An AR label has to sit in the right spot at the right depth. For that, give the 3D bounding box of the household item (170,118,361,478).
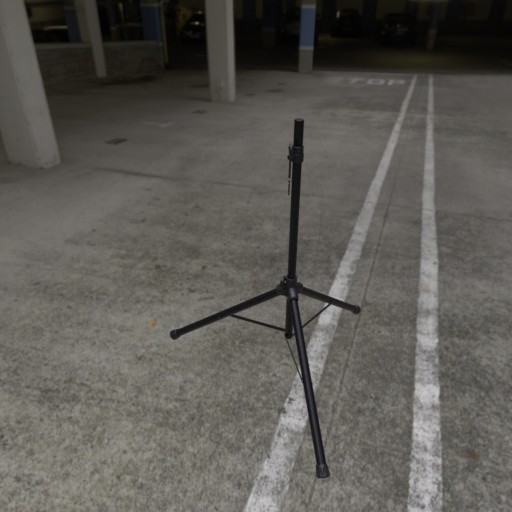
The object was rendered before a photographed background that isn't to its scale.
[{"bbox_3d":[0.000,0.000,1.834,0.907,1.136,1.045,10,32,16],"label":"household item"}]
